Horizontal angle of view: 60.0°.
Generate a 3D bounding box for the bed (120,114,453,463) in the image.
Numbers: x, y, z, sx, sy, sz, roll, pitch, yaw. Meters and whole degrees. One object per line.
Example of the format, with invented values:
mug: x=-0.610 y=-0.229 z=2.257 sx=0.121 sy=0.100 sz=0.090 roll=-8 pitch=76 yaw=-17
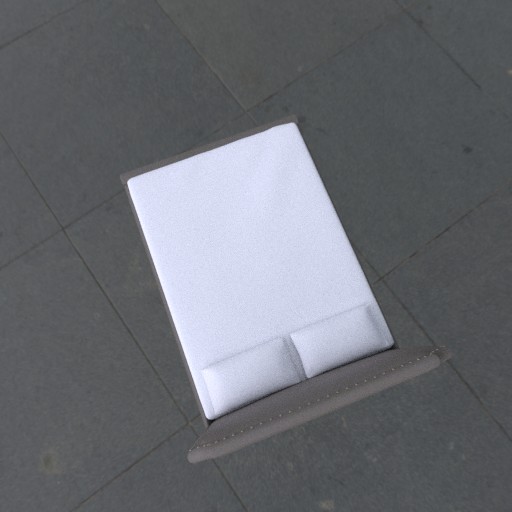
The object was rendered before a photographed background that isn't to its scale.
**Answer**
bed: x=0.000 y=0.000 z=3.462 sx=1.712 sy=1.443 sz=2.372 roll=-20 pitch=77 yaw=-5
